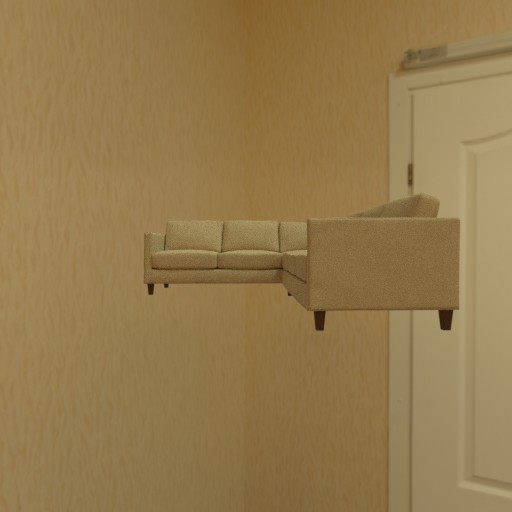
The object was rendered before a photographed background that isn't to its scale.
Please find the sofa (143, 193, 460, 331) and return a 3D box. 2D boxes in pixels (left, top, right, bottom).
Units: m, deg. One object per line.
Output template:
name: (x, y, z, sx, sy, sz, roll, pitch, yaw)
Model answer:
sofa: (0.000, 0.000, 4.226, 2.432, 0.863, 3.182, 0, 1, -1)
